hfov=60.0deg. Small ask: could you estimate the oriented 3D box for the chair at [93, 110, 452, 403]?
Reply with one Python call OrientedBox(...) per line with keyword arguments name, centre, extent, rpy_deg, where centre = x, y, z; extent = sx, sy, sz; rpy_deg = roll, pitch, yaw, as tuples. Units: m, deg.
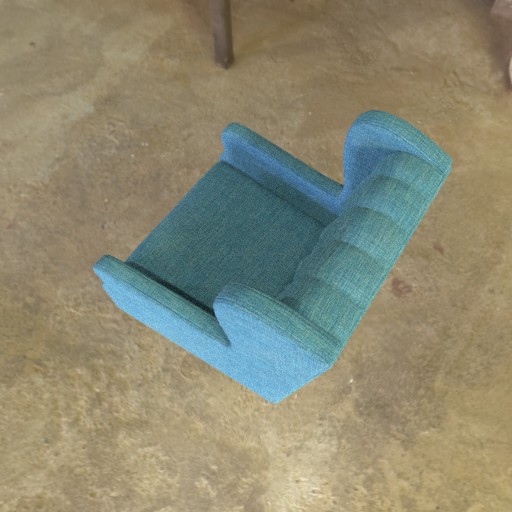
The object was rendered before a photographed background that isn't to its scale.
OrientedBox(name="chair", centre=(0.000, 0.000, 1.456), extent=(0.775, 0.952, 0.711), rpy_deg=(31, 66, 15))
